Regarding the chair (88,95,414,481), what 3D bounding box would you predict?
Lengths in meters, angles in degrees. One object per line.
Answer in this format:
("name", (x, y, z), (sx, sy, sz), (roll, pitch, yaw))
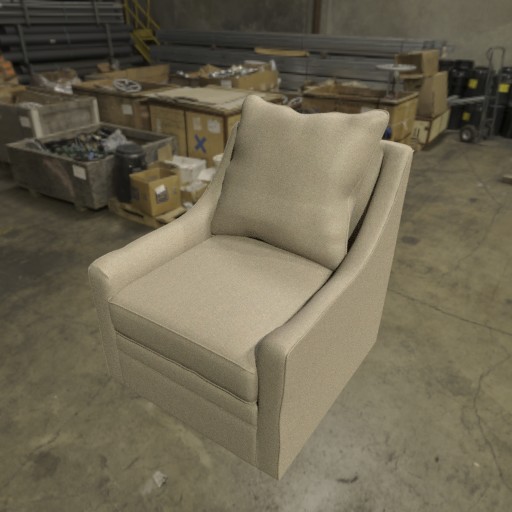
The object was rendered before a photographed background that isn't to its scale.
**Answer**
("chair", (0.000, 0.000, 1.565), (0.760, 0.942, 0.876), (19, 34, 30))
